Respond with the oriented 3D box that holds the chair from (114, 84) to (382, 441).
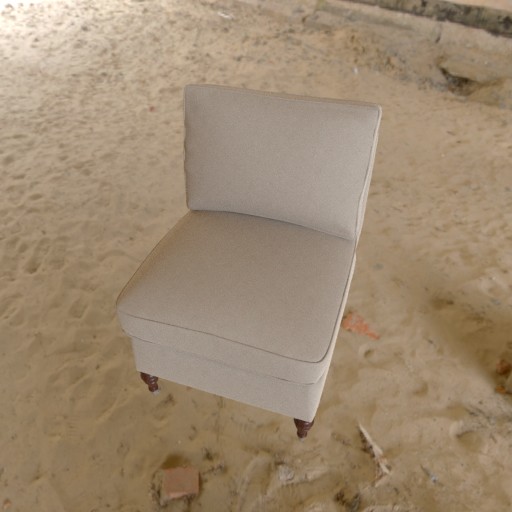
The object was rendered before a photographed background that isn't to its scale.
[{"bbox_3d":[0.000,0.000,1.677,0.724,1.052,0.912,12,42,14],"label":"chair"}]
